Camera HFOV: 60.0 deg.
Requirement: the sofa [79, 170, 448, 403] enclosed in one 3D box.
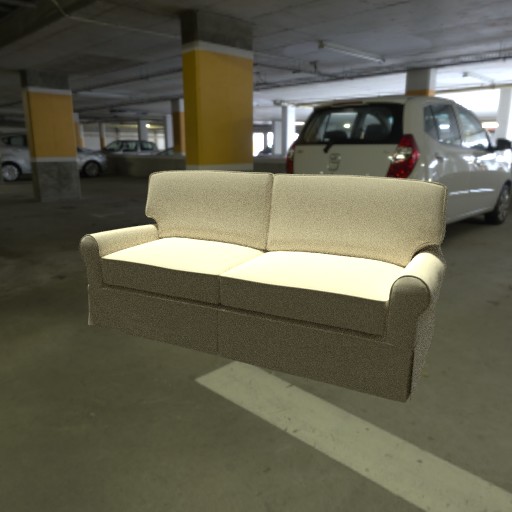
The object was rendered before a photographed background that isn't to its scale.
[{"bbox_3d":[0.000,0.000,2.591,2.021,0.937,0.862,7,16,27],"label":"sofa"}]
